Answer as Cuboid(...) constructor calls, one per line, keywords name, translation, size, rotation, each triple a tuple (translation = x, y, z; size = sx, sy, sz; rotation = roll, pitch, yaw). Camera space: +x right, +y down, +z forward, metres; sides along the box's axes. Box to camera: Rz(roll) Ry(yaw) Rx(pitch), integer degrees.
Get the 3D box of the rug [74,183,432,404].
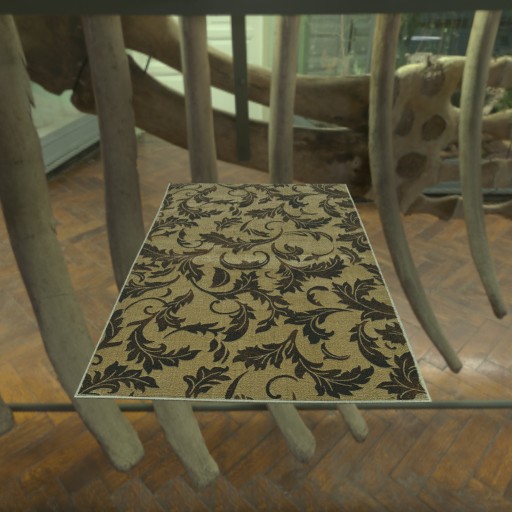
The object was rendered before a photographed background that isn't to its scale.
Cuboid(name="rug", translation=(0.000, 0.000, 2.823), size=(1.522, 0.008, 2.284), rotation=(0, 33, 1))
